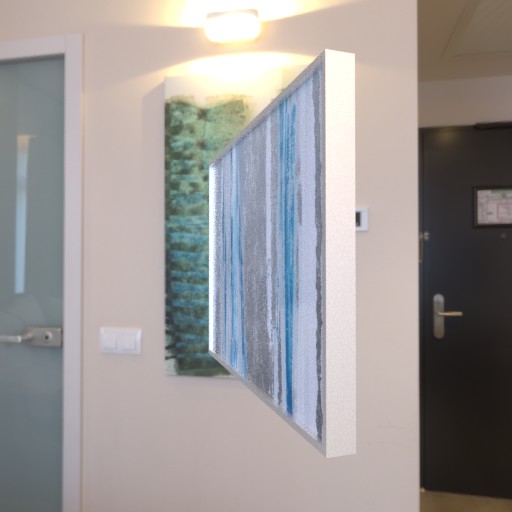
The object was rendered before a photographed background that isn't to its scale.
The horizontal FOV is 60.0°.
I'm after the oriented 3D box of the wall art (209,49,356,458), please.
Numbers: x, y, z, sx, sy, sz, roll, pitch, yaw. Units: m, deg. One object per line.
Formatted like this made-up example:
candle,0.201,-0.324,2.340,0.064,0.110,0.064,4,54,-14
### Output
wall art,0.000,0.000,1.379,0.066,0.801,1.056,0,-1,-19
